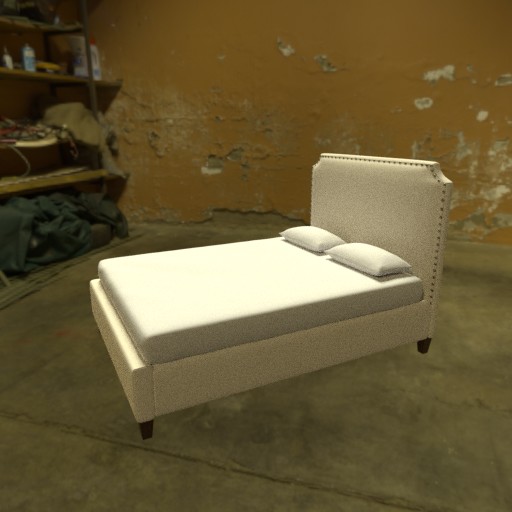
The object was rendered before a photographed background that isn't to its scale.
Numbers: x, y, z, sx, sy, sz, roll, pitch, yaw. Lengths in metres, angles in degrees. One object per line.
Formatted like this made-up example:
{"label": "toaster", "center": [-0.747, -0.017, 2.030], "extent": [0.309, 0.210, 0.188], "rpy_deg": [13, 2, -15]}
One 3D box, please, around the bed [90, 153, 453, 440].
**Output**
{"label": "bed", "center": [0.000, 0.000, 3.546], "extent": [2.372, 1.497, 1.712], "rpy_deg": [-8, 18, -26]}
